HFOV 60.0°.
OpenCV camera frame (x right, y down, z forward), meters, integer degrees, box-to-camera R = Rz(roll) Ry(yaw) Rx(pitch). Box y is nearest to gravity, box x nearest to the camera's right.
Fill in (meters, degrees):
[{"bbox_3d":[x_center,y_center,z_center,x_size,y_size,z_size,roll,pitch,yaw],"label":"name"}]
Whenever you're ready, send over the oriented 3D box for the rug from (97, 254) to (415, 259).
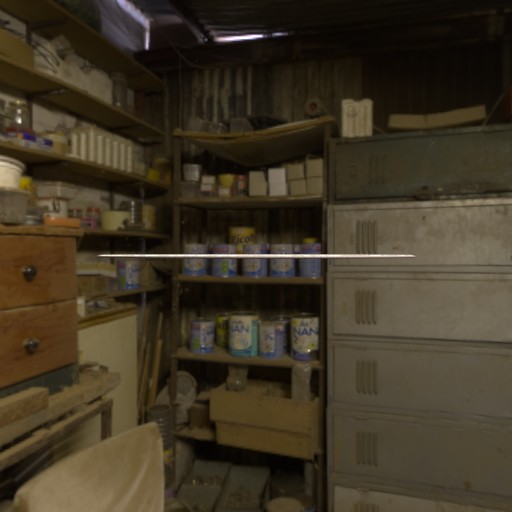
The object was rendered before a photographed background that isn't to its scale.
[{"bbox_3d":[0.000,0.000,2.355,1.593,0.012,1.593,0,0,0],"label":"rug"}]
